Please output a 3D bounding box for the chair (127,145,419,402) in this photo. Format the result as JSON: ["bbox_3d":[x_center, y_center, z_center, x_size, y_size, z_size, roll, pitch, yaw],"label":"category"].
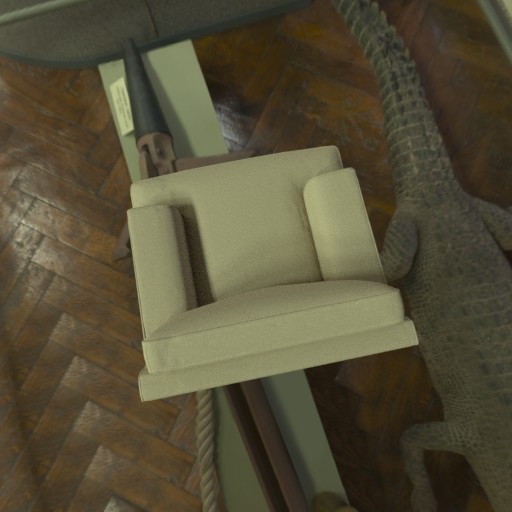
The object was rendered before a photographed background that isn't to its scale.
[{"bbox_3d":[0.000,0.000,2.198,1.293,1.005,1.274,-18,77,-5],"label":"chair"}]
